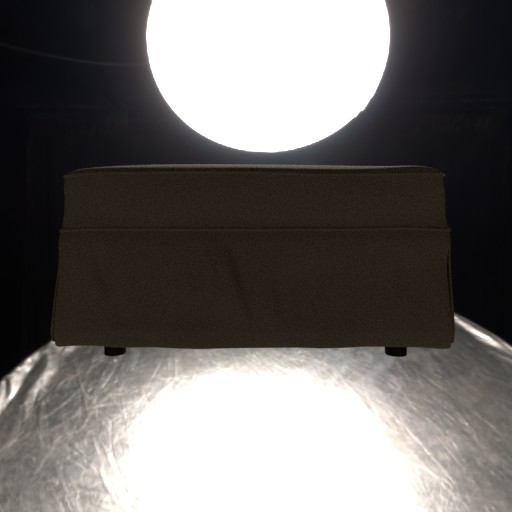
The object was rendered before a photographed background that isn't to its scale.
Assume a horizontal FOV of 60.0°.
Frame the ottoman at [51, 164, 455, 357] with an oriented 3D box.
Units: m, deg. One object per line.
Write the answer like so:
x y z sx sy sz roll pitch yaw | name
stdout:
0.000 0.000 1.331 0.959 0.482 0.721 0 0 1 | ottoman
